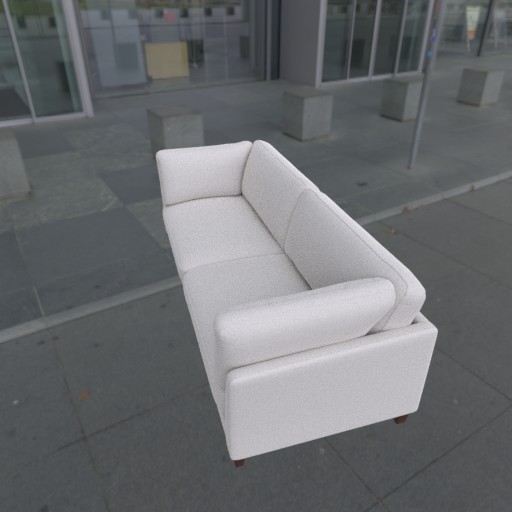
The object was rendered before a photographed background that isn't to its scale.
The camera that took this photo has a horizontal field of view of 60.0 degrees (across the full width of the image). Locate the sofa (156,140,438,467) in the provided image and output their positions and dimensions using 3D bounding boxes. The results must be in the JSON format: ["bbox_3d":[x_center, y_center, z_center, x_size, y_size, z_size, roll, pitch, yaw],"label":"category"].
[{"bbox_3d":[0.000,0.000,2.770,0.957,0.863,2.301,-9,32,-14],"label":"sofa"}]
